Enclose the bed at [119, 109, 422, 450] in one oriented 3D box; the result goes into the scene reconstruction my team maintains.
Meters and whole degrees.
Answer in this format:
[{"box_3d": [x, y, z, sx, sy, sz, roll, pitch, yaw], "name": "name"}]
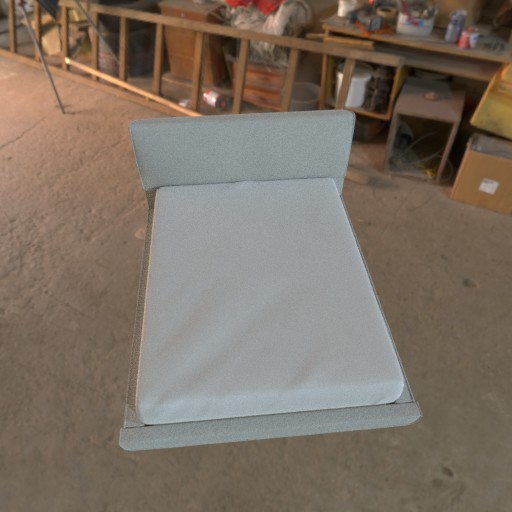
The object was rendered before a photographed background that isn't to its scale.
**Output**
[{"box_3d": [0.000, 0.000, 3.476, 1.980, 1.126, 2.498, -4, 47, -4], "name": "bed"}]
